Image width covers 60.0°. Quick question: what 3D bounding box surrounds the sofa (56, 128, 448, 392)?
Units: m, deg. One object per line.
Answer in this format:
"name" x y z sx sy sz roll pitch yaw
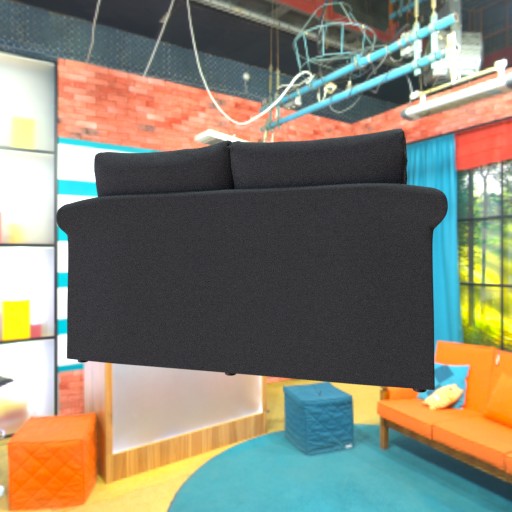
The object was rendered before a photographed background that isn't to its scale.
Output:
"sofa" 0.000 0.000 1.920 1.460 0.872 0.741 0 0 18
